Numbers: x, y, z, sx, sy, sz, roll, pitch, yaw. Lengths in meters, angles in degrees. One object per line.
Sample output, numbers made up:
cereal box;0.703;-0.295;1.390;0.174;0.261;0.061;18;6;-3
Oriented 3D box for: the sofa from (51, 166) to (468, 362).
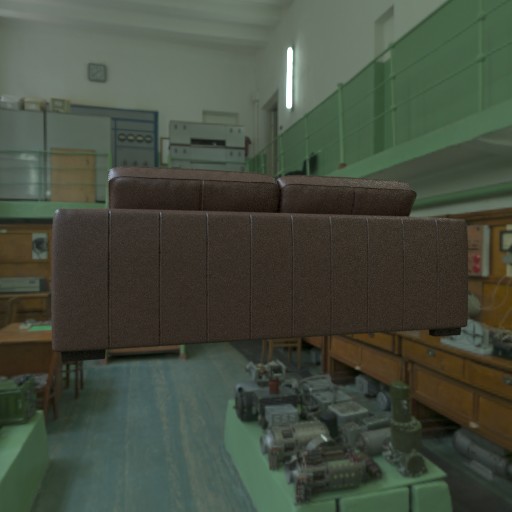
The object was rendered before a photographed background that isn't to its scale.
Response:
sofa;0.000;0.000;2.427;1.920;0.800;1.070;0;1;-17
